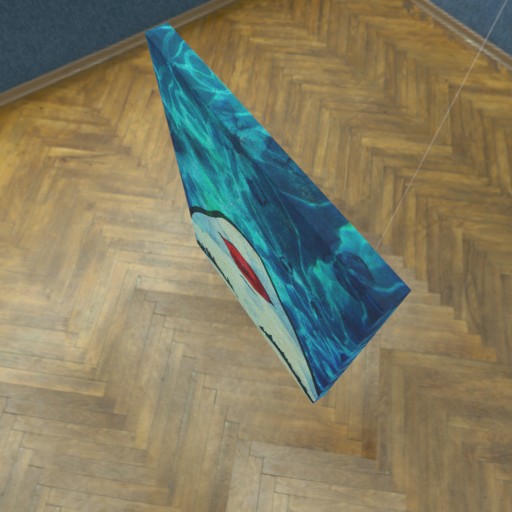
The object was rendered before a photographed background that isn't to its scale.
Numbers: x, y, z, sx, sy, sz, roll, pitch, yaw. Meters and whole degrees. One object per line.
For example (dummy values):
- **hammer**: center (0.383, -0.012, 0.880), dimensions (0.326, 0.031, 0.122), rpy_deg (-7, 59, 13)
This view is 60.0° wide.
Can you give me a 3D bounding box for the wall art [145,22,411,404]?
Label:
- **wall art**: center (0.000, 0.000, 0.827), dimensions (0.038, 0.635, 0.508), rpy_deg (-32, 68, -15)
